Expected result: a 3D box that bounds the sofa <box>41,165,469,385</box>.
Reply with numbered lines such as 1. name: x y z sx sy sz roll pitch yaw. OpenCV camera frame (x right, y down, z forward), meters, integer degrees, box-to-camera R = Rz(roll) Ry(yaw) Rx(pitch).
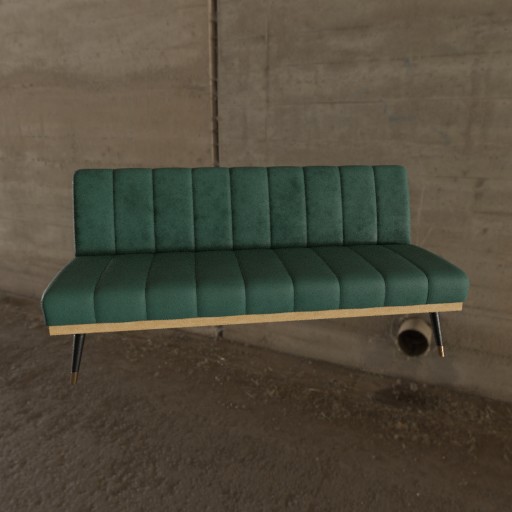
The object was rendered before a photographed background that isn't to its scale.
1. sofa: 0.000 0.000 2.198 1.810 0.820 0.830 -2 16 -8
